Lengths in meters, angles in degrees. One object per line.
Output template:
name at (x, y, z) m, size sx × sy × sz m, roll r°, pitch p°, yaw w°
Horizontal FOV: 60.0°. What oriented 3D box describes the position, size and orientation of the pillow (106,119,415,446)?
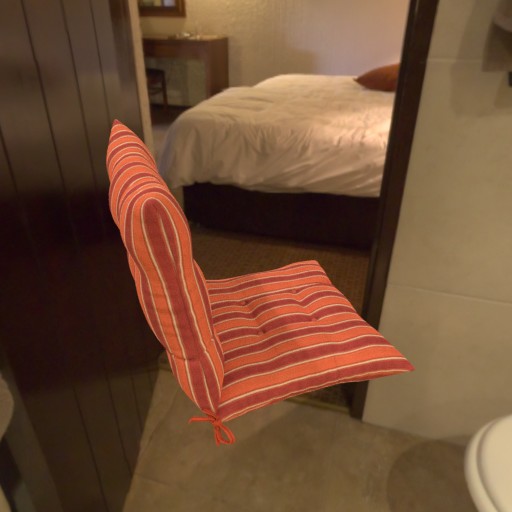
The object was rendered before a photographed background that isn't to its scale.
pillow at (0.000, 0.000, 1.001) m, size 0.585 × 0.536 × 0.541 m, roll -10°, pitch 32°, yaw -17°
